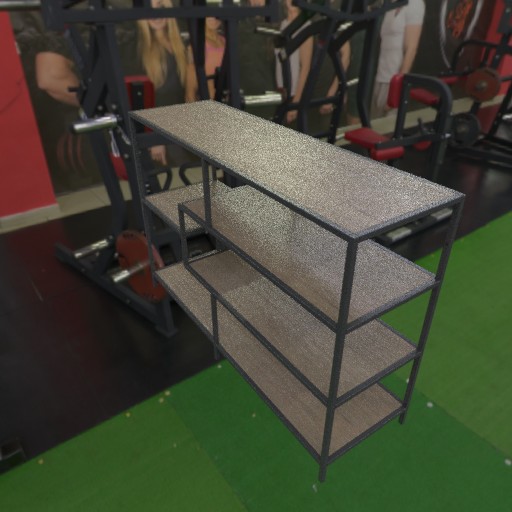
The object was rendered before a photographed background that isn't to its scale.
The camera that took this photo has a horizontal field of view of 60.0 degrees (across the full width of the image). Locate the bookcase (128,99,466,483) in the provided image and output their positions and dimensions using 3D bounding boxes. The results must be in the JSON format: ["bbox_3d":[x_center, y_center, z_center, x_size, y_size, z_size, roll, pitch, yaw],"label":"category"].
[{"bbox_3d":[0.000,0.000,1.505,0.350,0.780,1.140,-20,37,-29],"label":"bookcase"}]
